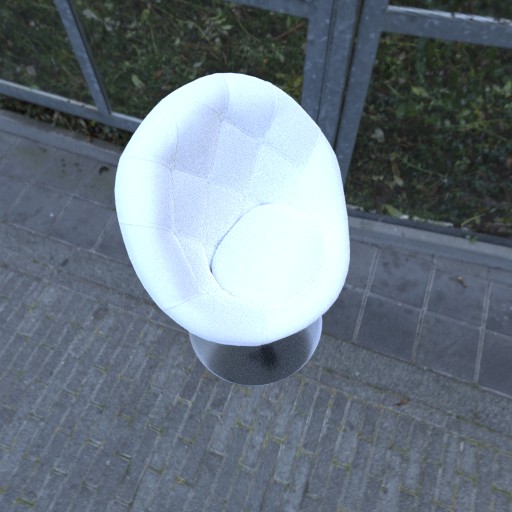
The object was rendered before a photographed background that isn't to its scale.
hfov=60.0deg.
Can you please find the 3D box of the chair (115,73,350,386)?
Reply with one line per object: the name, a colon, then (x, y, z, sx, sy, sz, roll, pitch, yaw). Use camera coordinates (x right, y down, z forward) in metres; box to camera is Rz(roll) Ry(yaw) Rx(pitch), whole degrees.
chair: (0.000, 0.000, 1.801, 0.736, 1.261, 0.940, 30, 63, 17)
